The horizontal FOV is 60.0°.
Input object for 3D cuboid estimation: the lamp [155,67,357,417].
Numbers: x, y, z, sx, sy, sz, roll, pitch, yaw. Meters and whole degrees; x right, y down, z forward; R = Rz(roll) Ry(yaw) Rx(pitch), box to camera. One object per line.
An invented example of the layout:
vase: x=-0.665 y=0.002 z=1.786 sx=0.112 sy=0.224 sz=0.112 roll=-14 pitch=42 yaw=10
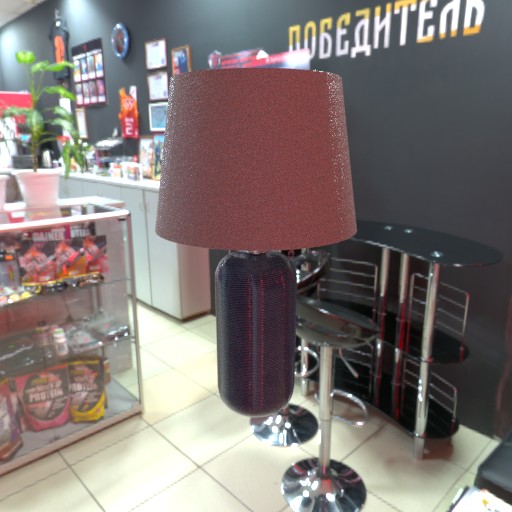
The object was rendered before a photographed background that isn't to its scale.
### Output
lamp: x=0.000 y=0.000 z=0.578 sx=0.253 sy=0.428 sz=0.253 roll=0 pitch=15 yaw=0
